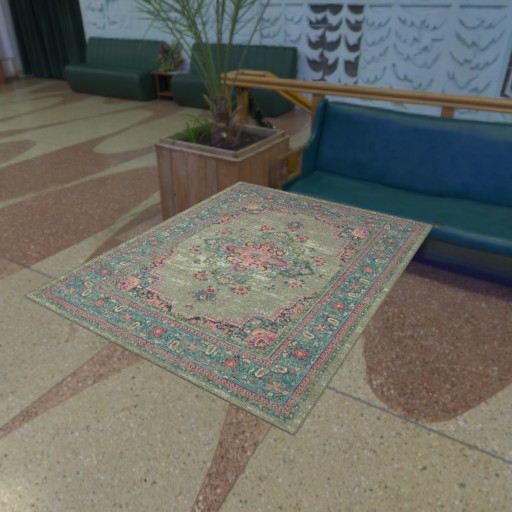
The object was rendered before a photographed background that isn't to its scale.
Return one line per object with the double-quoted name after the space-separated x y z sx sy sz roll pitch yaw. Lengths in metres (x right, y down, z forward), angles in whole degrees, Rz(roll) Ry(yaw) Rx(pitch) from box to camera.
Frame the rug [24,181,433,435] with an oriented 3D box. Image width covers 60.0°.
0.000 0.000 4.059 2.434 0.013 3.057 18 34 28 "rug"
